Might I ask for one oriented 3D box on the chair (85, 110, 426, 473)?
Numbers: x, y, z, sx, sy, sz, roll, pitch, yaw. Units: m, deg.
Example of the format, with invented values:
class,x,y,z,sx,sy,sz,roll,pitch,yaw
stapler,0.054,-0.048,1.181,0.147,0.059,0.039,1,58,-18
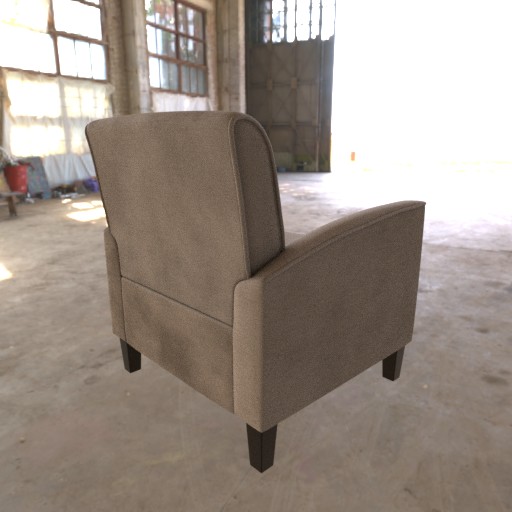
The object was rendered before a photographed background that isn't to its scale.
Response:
class,x,y,z,sx,sy,sz,roll,pitch,yaw
chair,0.000,0.000,1.528,0.821,0.915,0.820,-14,20,-42
